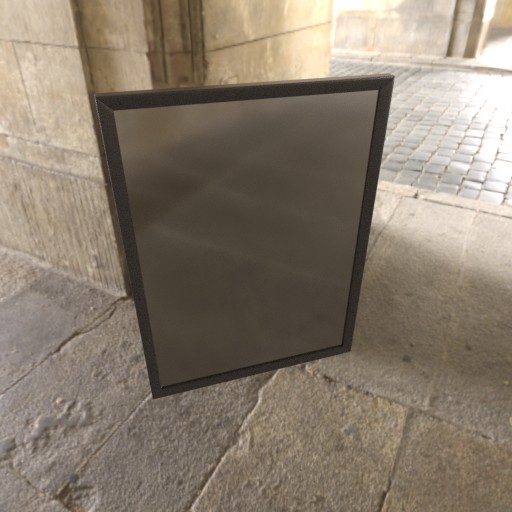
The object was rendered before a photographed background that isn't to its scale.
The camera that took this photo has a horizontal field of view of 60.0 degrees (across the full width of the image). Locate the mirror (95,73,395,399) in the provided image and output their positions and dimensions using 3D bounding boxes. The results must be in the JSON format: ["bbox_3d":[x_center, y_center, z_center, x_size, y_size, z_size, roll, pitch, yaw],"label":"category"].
[{"bbox_3d":[0.000,0.000,1.372,0.762,1.016,0.040,-10,34,-15],"label":"mirror"}]
